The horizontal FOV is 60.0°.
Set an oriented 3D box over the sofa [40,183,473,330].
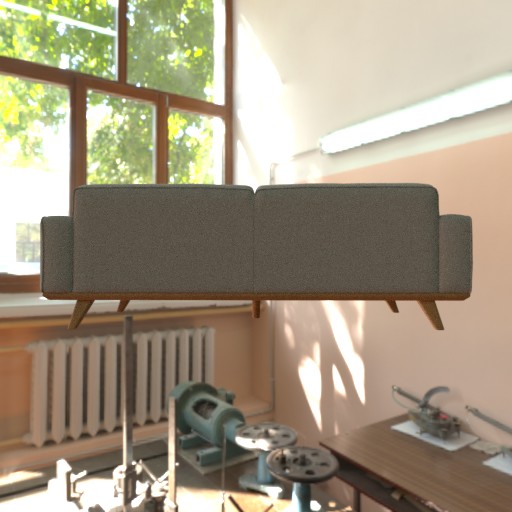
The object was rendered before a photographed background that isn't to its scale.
[{"bbox_3d":[0.000,0.000,2.729,2.270,0.781,0.956,0,-1,1],"label":"sofa"}]
